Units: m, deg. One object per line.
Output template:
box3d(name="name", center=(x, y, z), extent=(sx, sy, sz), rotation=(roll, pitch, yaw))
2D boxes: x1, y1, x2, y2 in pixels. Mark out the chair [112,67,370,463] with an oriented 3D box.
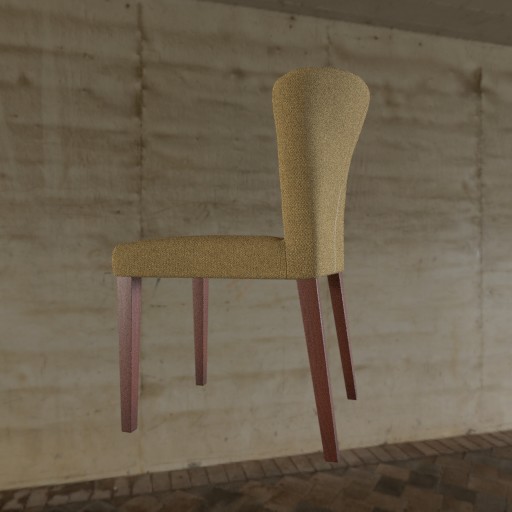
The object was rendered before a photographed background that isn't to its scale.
box3d(name="chair", center=(0.000, 0.000, 1.182), extent=(0.589, 0.839, 0.491), rotation=(0, 0, 18))
